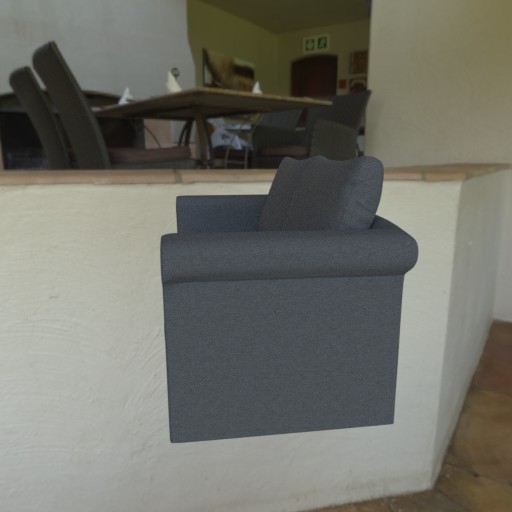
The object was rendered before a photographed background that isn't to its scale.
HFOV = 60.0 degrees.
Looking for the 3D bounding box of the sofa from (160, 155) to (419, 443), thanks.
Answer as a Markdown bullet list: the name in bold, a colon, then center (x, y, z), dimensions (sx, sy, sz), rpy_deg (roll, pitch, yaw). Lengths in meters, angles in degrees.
- **sofa**: center (0.000, 0.000, 1.966), dimensions (0.741, 0.872, 1.460), rpy_deg (-2, 13, -8)
